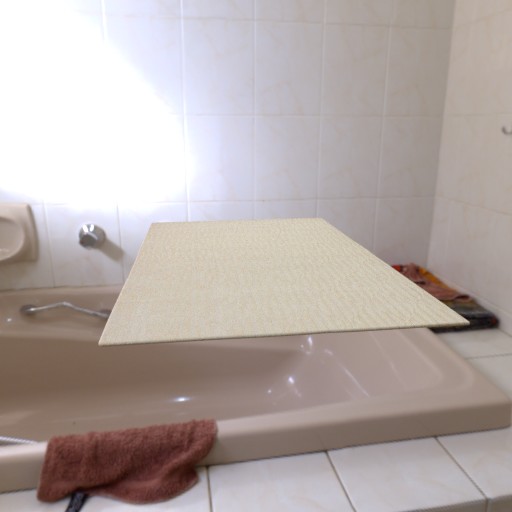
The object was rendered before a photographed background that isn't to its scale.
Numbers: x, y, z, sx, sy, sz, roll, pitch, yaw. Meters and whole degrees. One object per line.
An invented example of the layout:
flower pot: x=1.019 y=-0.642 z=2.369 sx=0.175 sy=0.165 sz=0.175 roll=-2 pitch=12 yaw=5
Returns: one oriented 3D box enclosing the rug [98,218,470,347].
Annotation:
rug: x=0.000 y=0.000 z=2.316 sx=1.238 sy=0.014 sz=1.848 roll=-2 pitch=16 yaw=-7
